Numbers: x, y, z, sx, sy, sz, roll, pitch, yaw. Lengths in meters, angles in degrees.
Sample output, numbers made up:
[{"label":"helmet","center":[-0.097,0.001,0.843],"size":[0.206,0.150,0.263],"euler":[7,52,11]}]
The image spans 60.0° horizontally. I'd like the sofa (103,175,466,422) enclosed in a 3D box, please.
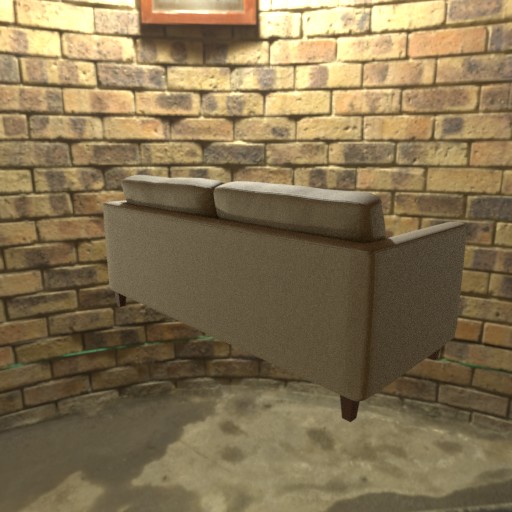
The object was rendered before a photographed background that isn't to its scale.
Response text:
[{"label":"sofa","center":[0.000,0.000,2.770],"size":[0.956,0.963,2.208],"euler":[-13,18,-43]}]
